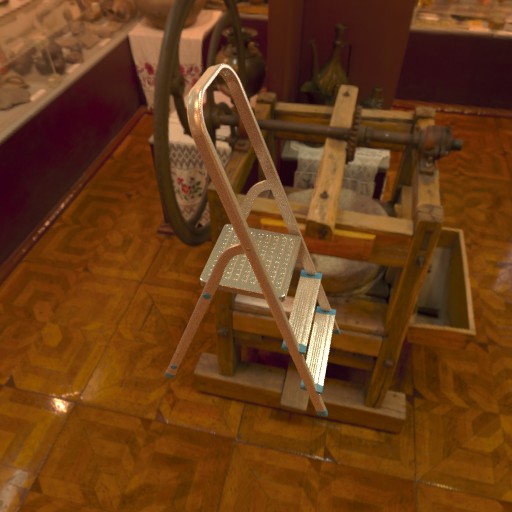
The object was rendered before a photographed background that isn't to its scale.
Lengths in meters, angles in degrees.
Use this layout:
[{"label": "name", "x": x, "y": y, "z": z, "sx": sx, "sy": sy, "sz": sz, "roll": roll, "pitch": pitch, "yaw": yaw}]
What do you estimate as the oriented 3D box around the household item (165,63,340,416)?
[{"label": "household item", "x": 0.000, "y": 0.000, "z": 1.506, "sx": 0.687, "sy": 1.215, "sz": 0.420, "roll": 11, "pitch": 47, "yaw": 10}]
